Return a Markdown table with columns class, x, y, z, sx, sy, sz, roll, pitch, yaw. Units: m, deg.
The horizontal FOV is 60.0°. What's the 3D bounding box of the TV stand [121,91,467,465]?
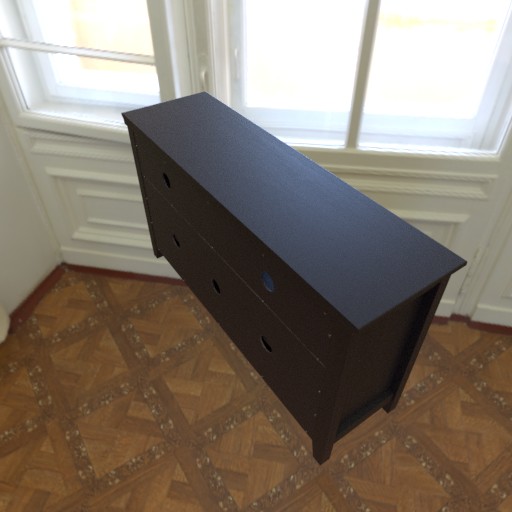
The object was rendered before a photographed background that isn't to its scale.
| class | x | y | z | sx | sy | sz | roll | pitch | yaw |
| --- | --- | --- | --- | --- | --- | --- | --- | --- | --- |
| TV stand | 0.000 | 0.000 | 1.527 | 0.347 | 0.681 | 1.198 | -25 | 48 | -25 |
